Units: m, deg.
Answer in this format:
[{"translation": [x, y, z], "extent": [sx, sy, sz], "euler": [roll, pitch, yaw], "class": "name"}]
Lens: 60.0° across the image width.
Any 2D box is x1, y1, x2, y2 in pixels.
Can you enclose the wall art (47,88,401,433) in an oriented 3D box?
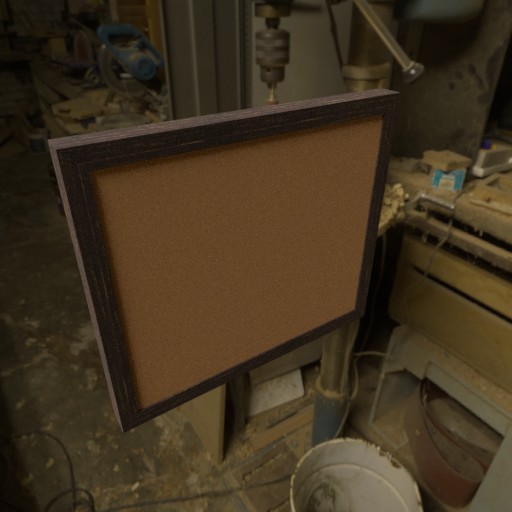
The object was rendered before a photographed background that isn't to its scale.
[{"translation": [0.000, 0.000, 0.520], "extent": [0.381, 0.330, 0.031], "euler": [-19, 36, -28], "class": "wall art"}]
